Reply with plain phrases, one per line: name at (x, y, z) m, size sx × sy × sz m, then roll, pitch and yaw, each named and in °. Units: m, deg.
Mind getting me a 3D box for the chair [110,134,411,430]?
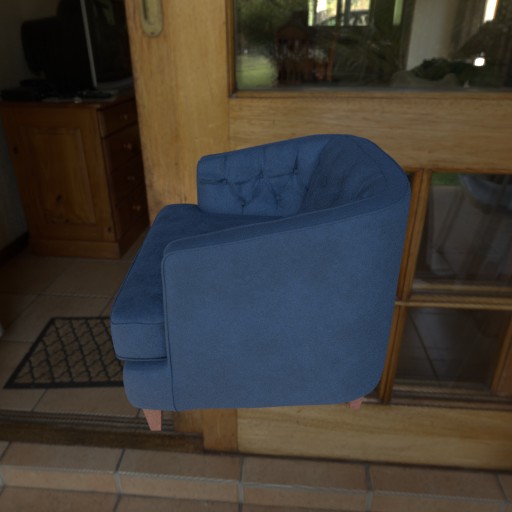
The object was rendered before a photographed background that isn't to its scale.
chair at (0.000, 0.000, 1.780) m, size 0.940 × 0.852 × 1.094 m, roll 0°, pitch 26°, yaw -1°
